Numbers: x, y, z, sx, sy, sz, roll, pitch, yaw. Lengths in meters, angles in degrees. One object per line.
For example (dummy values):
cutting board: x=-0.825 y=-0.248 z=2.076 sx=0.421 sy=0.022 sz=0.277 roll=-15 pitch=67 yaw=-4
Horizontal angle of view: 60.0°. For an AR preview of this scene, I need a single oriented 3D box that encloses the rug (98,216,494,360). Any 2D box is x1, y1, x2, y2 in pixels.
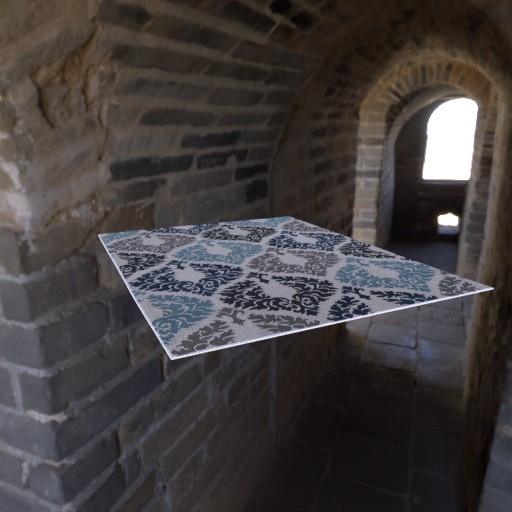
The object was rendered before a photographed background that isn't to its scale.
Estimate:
rug: x=0.000 y=0.000 z=4.066 sx=2.423 sy=0.014 sz=3.040 roll=-8 pitch=18 yaw=-24
